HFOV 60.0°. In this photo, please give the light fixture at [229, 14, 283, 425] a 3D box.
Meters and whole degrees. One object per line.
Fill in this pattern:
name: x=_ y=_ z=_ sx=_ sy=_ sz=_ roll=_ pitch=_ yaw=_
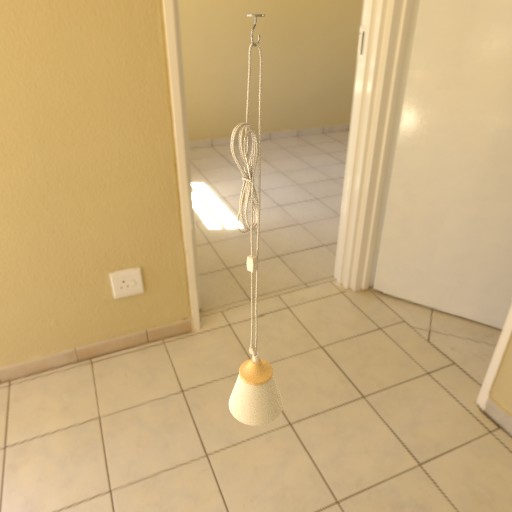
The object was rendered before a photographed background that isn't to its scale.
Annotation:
light fixture: x=0.000 y=0.000 z=1.008 sx=0.153 sy=0.966 sz=0.153 roll=-18 pitch=35 yaw=-28
